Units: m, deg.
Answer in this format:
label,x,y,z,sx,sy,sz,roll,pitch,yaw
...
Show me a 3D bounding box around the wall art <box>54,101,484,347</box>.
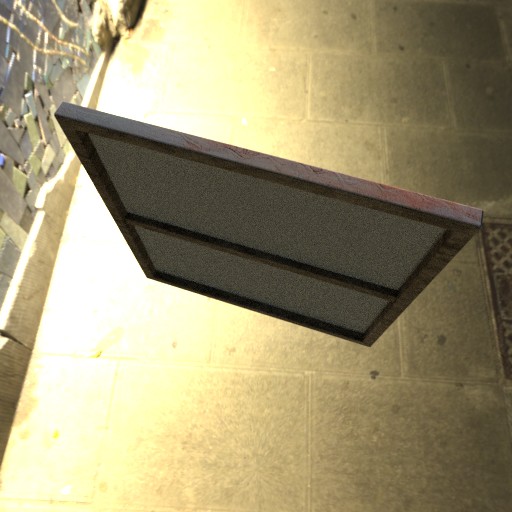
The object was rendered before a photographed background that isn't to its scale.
label,x,y,z,sx,sy,sz,roll,pitch,yaw
wall art,0.000,0.000,1.077,0.747,0.747,0.035,16,65,8
